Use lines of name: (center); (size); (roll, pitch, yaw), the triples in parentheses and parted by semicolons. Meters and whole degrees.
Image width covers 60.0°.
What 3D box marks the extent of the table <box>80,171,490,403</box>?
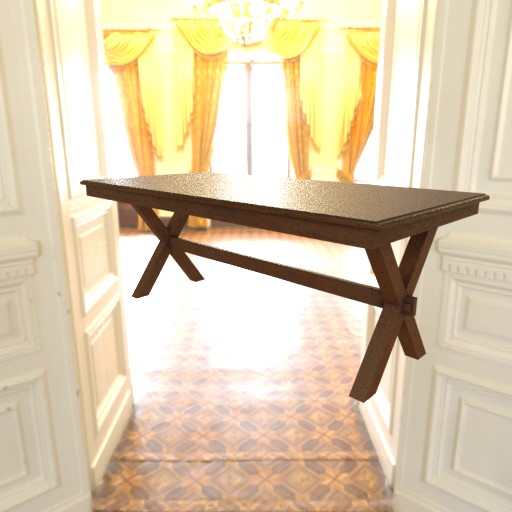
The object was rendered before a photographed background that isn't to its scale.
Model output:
table: (0.000, 0.000, 1.461); (1.197, 0.459, 0.594); (14, 20, 42)
